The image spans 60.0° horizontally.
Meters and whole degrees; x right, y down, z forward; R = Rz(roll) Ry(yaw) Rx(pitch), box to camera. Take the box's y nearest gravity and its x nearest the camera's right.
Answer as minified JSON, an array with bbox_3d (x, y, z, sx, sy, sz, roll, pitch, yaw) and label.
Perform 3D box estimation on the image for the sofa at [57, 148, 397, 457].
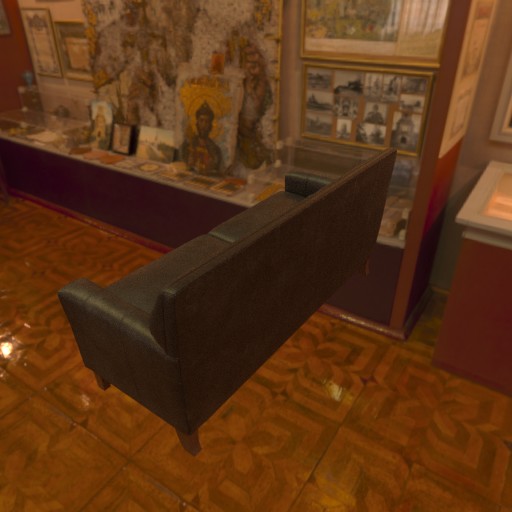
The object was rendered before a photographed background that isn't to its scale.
[{"bbox_3d":[0.000,0.000,2.602,0.805,0.947,2.053,20,36,31],"label":"sofa"}]
